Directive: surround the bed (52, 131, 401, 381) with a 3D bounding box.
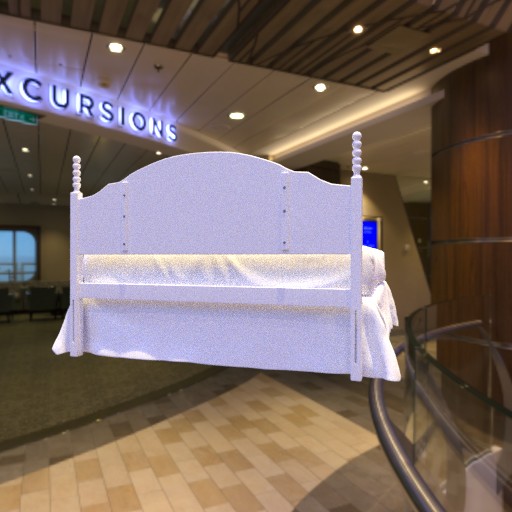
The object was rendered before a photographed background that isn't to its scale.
[{"bbox_3d":[0.000,0.000,3.727,2.322,1.355,2.219,0,0,18],"label":"bed"}]
